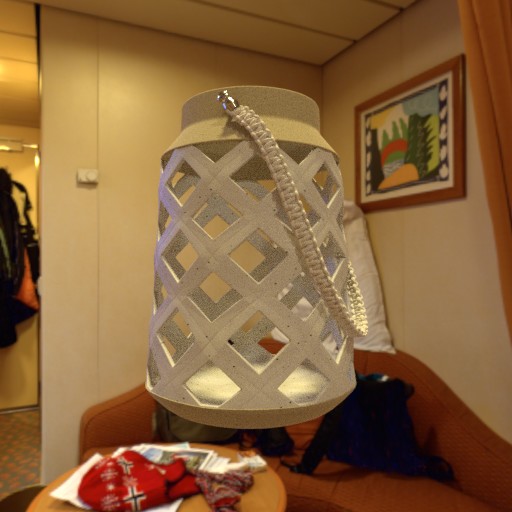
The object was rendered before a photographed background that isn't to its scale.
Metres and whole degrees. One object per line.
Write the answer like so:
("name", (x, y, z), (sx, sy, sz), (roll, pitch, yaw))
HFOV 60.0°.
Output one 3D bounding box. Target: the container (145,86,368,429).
("container", (0.000, 0.000, 0.404), (0.198, 0.264, 0.188), (0, -1, 18))
